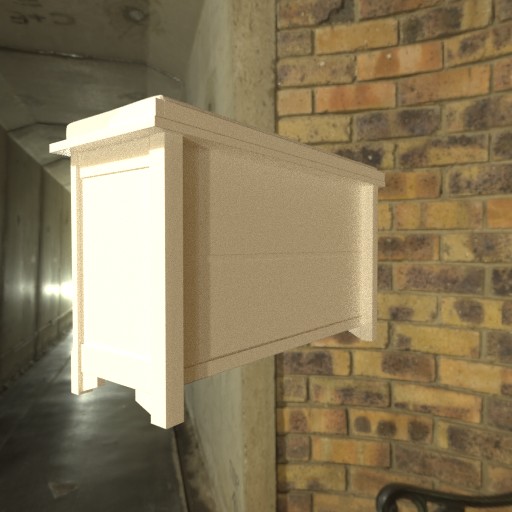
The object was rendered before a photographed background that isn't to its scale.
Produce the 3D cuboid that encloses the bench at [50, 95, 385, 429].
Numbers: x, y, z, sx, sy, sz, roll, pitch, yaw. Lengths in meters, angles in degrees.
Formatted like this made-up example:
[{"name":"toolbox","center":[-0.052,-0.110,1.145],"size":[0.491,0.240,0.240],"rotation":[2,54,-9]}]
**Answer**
[{"name":"bench","center":[0.000,0.000,1.234],"size":[0.346,0.589,0.987],"rotation":[1,2,38]}]
